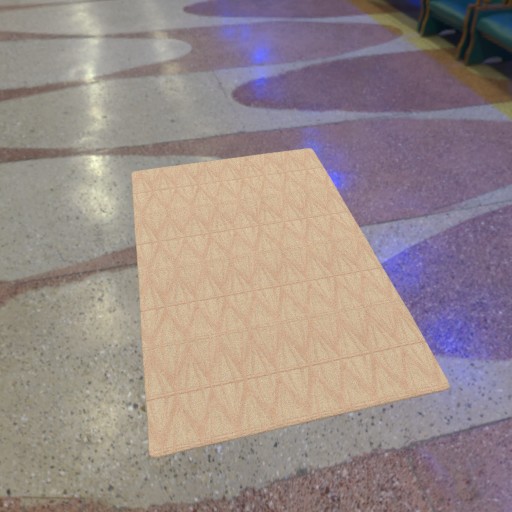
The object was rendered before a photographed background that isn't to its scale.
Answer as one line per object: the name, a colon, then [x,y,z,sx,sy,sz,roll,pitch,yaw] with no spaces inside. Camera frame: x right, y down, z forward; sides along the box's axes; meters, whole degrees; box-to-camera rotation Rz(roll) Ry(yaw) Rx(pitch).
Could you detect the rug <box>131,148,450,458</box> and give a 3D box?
rug: [0.000,0.000,3.043,1.609,0.015,2.390,-10,47,-9]
